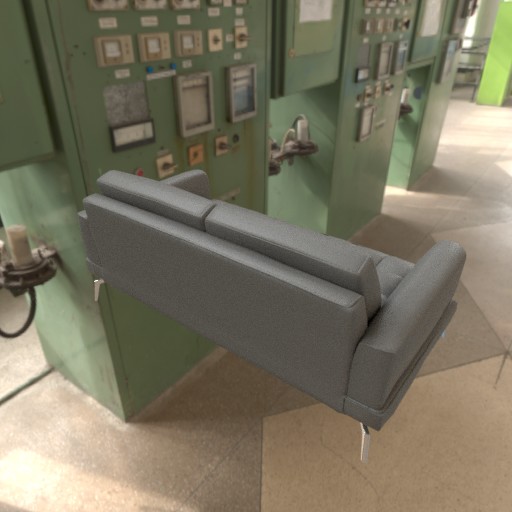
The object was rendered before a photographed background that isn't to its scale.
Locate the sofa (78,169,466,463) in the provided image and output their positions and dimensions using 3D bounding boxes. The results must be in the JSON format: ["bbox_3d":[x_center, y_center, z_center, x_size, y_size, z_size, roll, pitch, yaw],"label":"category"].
[{"bbox_3d":[0.000,0.000,2.694,2.177,0.930,1.121,21,36,32],"label":"sofa"}]
